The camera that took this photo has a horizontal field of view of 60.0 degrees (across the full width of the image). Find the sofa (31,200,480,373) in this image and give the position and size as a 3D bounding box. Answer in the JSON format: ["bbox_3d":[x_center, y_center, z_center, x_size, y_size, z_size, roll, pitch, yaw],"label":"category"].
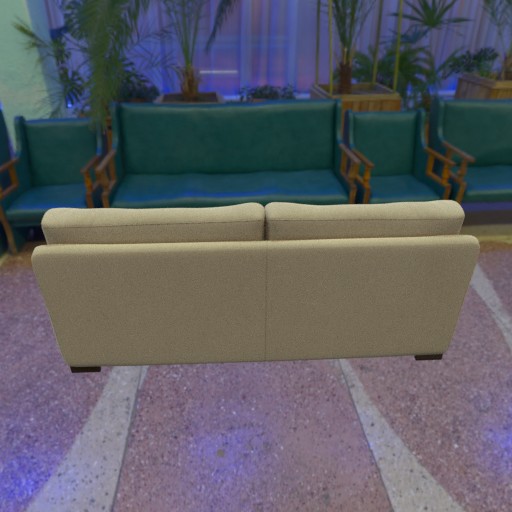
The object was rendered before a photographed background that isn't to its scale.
[{"bbox_3d":[0.000,0.000,2.617,2.147,0.925,0.929,-1,31,-2],"label":"sofa"}]
